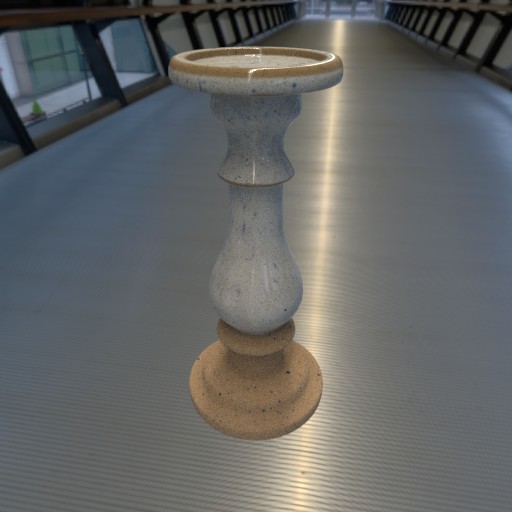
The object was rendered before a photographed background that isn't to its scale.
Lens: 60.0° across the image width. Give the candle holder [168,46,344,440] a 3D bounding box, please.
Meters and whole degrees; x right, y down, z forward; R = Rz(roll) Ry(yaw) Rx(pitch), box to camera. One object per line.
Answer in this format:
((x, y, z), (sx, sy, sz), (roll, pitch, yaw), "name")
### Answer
((0.000, 0.000, 0.245), (0.088, 0.203, 0.088), (0, 31, 0), "candle holder")
